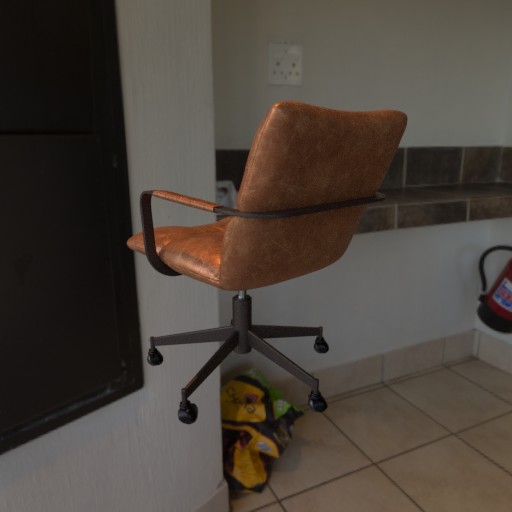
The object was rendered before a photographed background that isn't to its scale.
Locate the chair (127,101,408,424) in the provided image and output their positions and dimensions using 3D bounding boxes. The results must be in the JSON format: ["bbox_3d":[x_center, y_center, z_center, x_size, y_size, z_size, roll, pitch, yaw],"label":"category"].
[{"bbox_3d":[0.000,0.000,1.487,0.727,0.922,0.754,-14,20,-42],"label":"chair"}]
